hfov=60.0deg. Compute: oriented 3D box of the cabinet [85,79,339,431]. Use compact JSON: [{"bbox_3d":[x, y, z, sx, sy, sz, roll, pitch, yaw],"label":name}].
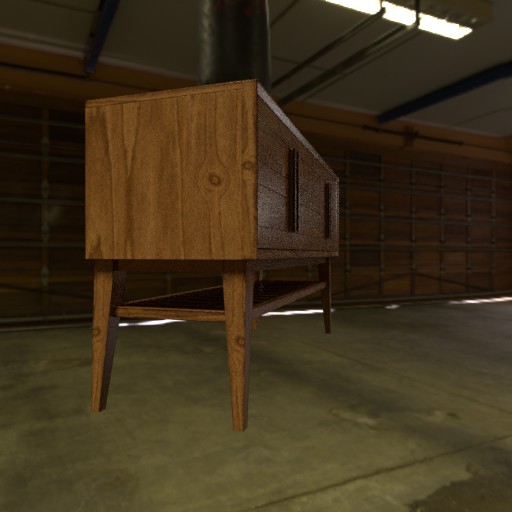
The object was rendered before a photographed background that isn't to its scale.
[{"bbox_3d":[0.000,0.000,1.714,0.477,0.802,1.363,0,0,18],"label":"cabinet"}]
